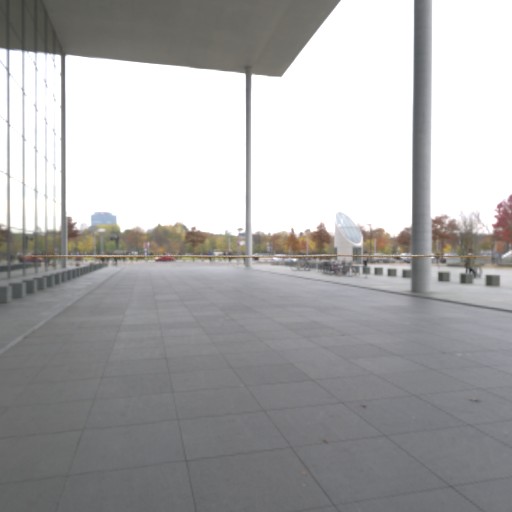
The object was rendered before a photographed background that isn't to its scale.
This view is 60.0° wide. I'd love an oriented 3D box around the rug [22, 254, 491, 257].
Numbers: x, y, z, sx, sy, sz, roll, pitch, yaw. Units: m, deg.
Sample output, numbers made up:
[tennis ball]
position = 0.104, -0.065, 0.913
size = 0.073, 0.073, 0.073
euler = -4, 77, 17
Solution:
[rug]
position = 0.000, 0.000, 2.514
size = 2.294, 0.014, 0.704
euler = 0, 0, 1
